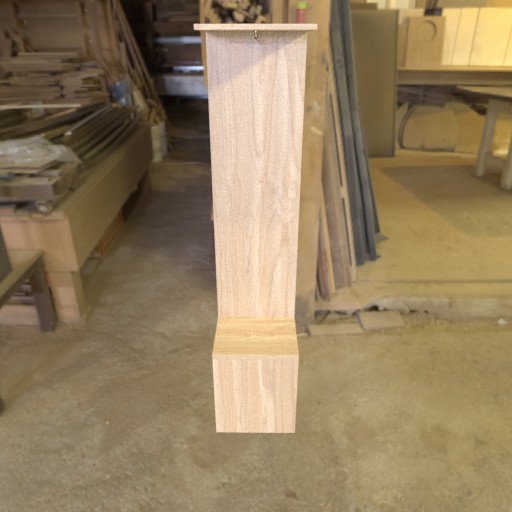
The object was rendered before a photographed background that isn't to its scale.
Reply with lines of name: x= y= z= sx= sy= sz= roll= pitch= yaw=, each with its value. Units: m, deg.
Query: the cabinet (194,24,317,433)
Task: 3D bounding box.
cabinet: x=0.000 y=0.000 z=2.034 sx=0.411 sy=1.879 sz=0.338 roll=0 pitch=26 yaw=1
